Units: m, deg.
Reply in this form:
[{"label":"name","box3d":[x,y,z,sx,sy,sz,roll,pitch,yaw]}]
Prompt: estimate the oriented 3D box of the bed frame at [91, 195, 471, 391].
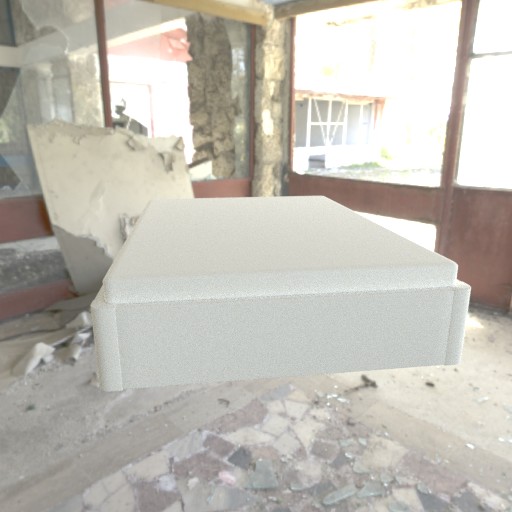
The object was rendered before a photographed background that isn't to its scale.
[{"label":"bed frame","box3d":[0.000,0.000,2.504,1.400,0.406,1.900,-2,16,-8]}]
